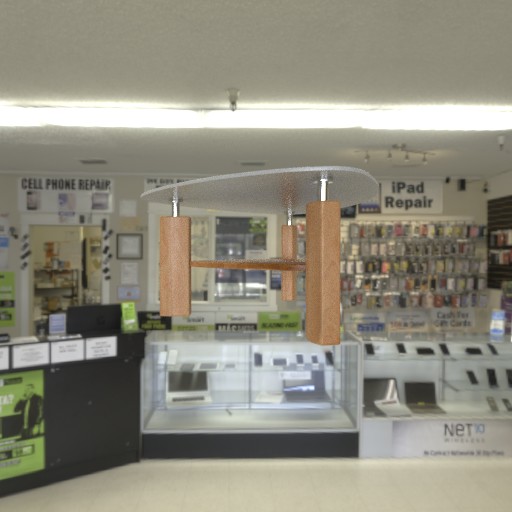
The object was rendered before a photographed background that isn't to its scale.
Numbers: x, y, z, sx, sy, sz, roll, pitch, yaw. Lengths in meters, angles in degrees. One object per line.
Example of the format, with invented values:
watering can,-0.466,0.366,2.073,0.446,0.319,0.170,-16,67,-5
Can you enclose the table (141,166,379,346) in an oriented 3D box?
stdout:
table,0.000,0.000,1.680,0.850,0.440,1.250,0,1,0
